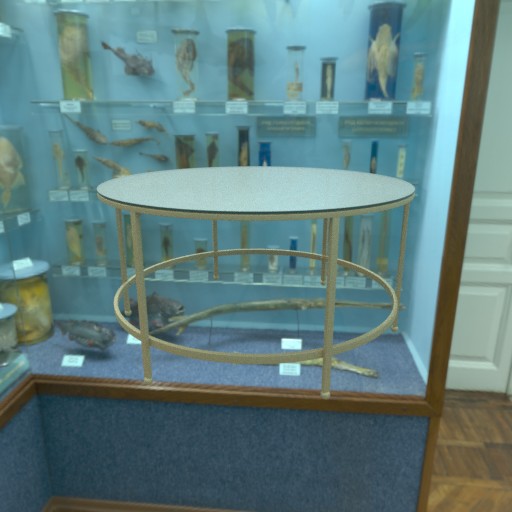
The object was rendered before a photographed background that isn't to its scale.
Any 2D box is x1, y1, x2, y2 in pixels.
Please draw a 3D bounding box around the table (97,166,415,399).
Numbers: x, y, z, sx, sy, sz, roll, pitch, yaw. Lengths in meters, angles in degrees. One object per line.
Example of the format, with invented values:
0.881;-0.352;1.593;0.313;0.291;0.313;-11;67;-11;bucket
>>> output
0.000;0.000;1.407;0.914;0.470;0.914;0;17;0;table
